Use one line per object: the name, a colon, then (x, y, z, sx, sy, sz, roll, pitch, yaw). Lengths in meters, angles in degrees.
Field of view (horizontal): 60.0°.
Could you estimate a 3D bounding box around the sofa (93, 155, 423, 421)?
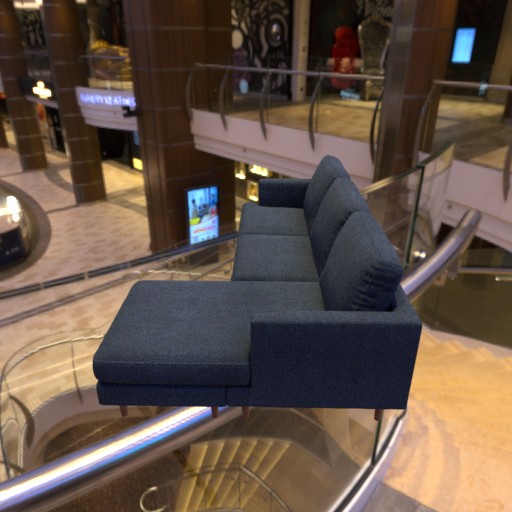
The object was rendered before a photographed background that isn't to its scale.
sofa: (0.000, 0.000, 3.024, 1.504, 0.956, 2.233, 1, 26, 1)
